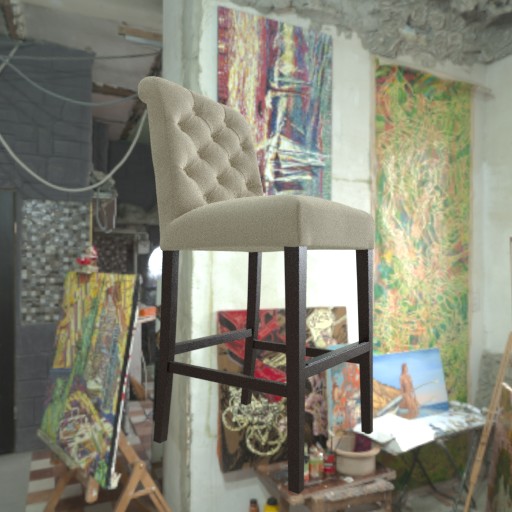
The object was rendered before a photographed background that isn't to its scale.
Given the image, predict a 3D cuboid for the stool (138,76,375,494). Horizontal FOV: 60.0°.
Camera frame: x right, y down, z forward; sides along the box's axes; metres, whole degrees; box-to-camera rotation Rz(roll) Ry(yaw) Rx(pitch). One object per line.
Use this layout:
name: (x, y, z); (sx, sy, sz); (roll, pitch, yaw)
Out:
stool: (0.000, 0.000, 1.386); (0.610, 1.118, 0.482); (0, 0, 36)
